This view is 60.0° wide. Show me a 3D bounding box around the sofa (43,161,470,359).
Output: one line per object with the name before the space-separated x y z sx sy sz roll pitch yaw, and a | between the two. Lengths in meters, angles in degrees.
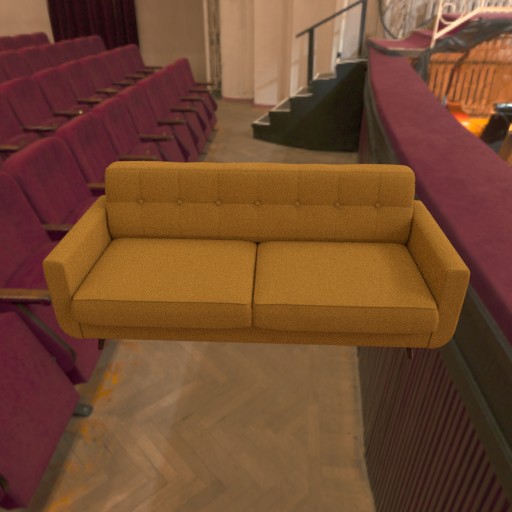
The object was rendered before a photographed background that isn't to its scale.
sofa | 0.000 0.000 2.499 2.029 0.841 0.909 1 30 2
